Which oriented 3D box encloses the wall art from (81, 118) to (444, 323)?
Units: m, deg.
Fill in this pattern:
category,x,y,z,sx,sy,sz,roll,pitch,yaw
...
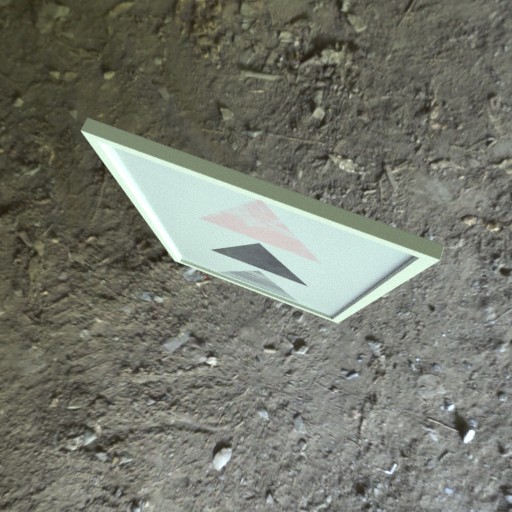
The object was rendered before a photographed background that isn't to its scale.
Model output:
category,x,y,z,sx,sy,sz,roll,pitch,yaw
wall art,0.000,0.000,0.559,0.303,0.433,0.013,21,76,5
